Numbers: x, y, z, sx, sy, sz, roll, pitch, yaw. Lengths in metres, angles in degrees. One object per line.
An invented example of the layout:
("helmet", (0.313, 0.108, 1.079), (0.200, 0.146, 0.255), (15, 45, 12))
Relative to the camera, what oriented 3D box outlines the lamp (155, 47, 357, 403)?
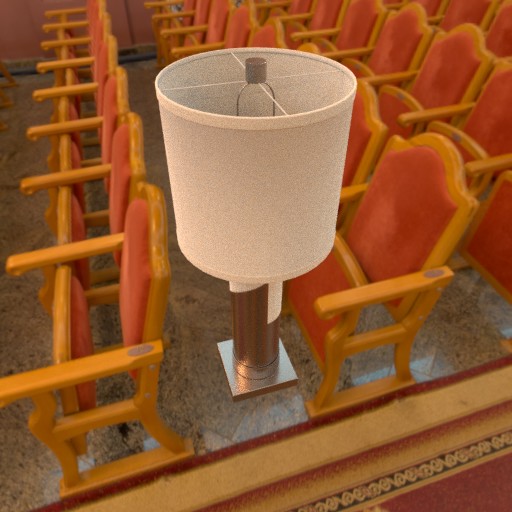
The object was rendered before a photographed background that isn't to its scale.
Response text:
("lamp", (0.000, 0.000, 0.604), (0.202, 0.509, 0.202), (-12, 42, -13))
